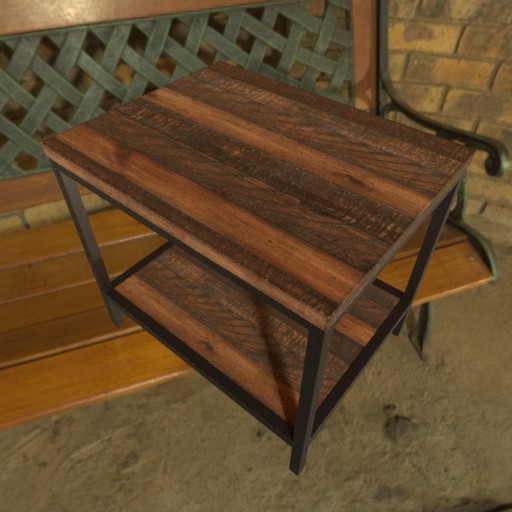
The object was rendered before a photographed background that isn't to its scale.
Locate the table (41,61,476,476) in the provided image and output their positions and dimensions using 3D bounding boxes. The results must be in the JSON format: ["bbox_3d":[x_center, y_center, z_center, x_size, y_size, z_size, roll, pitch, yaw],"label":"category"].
[{"bbox_3d":[0.000,0.000,1.086,0.678,0.612,0.524,30,53,27],"label":"table"}]
